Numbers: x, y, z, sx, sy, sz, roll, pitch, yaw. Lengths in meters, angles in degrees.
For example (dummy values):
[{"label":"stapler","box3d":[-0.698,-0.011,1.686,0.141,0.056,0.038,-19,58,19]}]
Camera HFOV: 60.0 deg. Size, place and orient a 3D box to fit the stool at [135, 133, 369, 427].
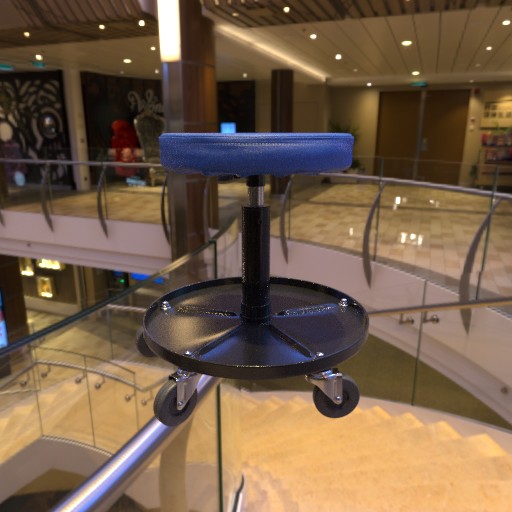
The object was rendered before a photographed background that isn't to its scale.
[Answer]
[{"label":"stool","box3d":[0.000,0.000,0.683,0.381,0.365,0.382,-7,17,-24]}]
